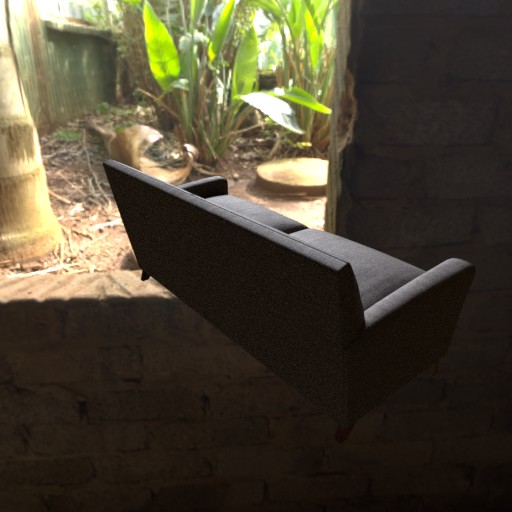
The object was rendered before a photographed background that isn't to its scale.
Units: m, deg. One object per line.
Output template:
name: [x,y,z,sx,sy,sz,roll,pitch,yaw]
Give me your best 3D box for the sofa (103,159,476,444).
sofa: [0.000,0.000,2.430,0.875,0.846,1.976,-18,30,-35]
